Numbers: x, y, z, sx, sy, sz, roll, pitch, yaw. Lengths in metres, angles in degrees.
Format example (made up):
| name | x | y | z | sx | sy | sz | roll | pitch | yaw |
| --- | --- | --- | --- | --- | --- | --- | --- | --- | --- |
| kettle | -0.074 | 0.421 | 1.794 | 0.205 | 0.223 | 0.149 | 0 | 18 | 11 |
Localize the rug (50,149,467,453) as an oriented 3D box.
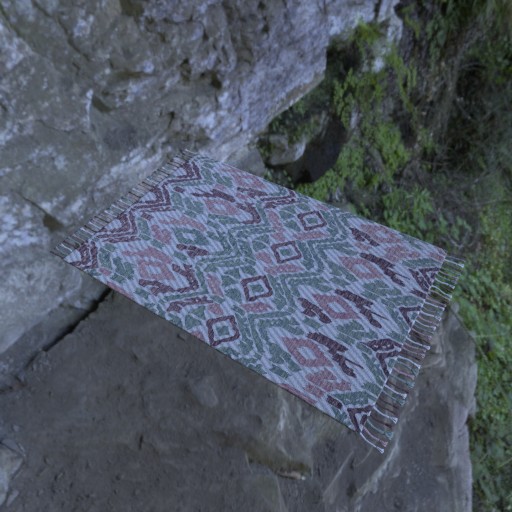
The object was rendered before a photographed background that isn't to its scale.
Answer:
| name | x | y | z | sx | sy | sz | roll | pitch | yaw |
| --- | --- | --- | --- | --- | --- | --- | --- | --- | --- |
| rug | 0.000 | 0.000 | 3.001 | 2.438 | 0.011 | 1.524 | 25 | 52 | 22 |
